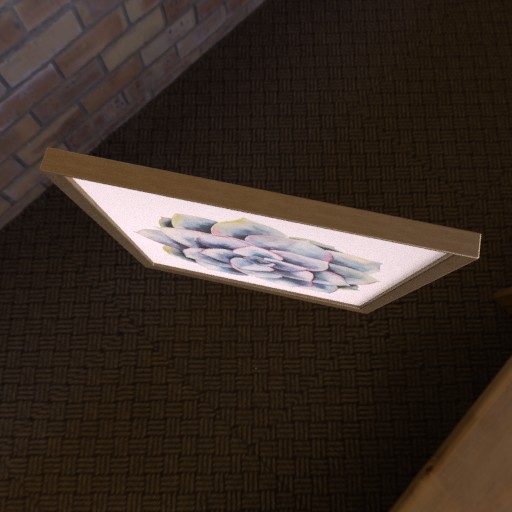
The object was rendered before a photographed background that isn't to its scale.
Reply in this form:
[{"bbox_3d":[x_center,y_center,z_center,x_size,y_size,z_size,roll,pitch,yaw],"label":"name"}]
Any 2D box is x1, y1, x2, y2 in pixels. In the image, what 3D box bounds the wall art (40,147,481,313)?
[{"bbox_3d":[0.000,0.000,0.744,0.503,0.506,0.030,12,76,3],"label":"wall art"}]
